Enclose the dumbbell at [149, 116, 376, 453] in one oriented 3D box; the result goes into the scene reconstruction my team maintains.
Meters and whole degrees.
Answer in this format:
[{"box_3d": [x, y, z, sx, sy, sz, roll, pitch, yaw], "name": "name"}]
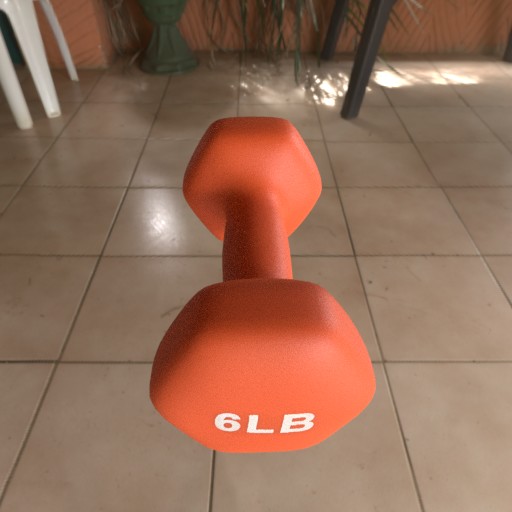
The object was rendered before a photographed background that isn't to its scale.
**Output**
[{"box_3d": [0.000, 0.000, 0.202, 0.079, 0.071, 0.162, -1, 41, -1], "name": "dumbbell"}]
